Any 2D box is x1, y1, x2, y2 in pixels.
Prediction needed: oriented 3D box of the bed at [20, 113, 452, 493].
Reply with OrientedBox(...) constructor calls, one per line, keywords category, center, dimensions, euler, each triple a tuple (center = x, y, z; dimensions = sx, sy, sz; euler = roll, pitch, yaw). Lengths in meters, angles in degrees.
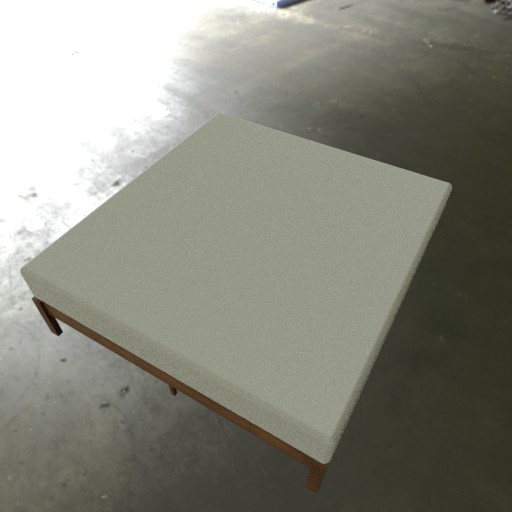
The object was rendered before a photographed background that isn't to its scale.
OrientedBox(category="bed", center=(0.000, 0.000, 2.967), dimensions=(1.930, 0.616, 2.049), euler=(23, 51, 20))
